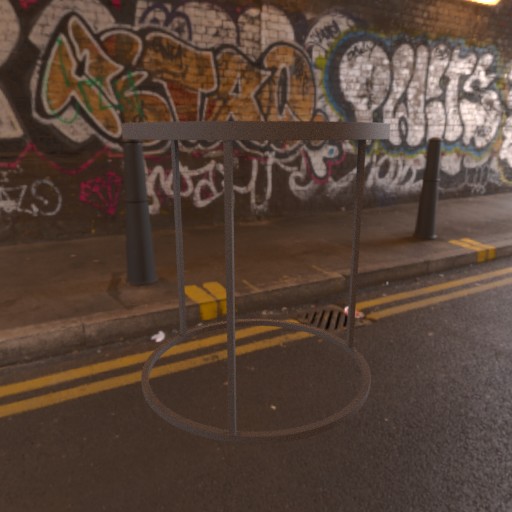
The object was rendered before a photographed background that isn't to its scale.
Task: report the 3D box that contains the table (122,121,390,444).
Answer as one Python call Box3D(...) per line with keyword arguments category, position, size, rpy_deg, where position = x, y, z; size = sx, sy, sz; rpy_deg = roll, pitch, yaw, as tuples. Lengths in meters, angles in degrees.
Box3D(category="table", position=(0.000, 0.000, 0.873), size=(0.470, 0.498, 0.470), rpy_deg=(0, 15, 0))
